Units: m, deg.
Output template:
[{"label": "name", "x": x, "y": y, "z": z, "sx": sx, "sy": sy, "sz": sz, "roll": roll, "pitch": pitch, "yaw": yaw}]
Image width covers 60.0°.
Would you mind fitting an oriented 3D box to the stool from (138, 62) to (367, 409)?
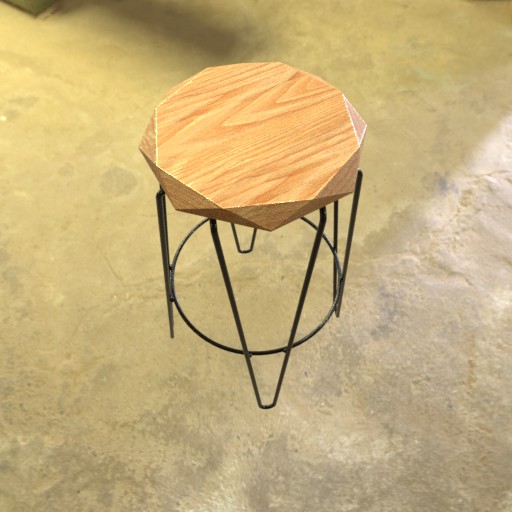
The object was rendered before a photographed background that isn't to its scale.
[{"label": "stool", "x": 0.000, "y": 0.000, "z": 0.792, "sx": 0.326, "sy": 0.610, "sz": 0.326, "roll": 34, "pitch": 65, "yaw": 18}]
